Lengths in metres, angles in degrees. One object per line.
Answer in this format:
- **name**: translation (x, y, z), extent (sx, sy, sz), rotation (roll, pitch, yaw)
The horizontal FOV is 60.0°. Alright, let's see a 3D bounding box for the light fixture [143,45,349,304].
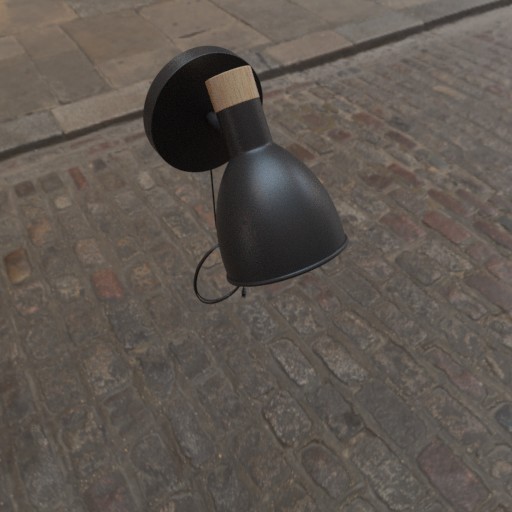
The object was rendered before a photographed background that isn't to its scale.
- **light fixture**: translation (0.000, 0.000, 0.492), extent (0.127, 0.401, 0.203), rotation (-26, 53, -22)
